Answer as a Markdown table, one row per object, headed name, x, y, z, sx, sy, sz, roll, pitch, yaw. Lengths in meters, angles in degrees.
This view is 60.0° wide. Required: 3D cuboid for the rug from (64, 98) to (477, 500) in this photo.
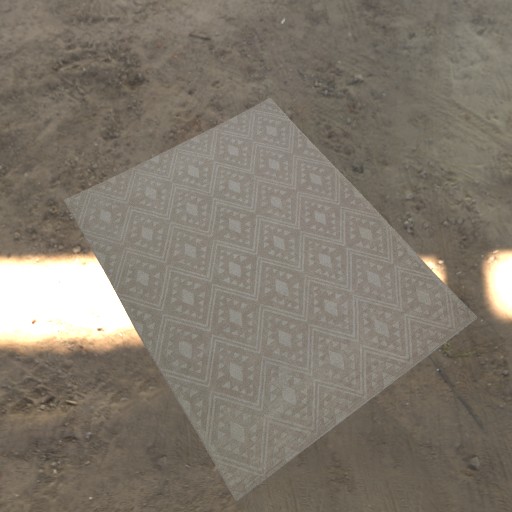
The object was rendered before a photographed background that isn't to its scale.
| name | x | y | z | sx | sy | sz | roll | pitch | yaw |
| --- | --- | --- | --- | --- | --- | --- | --- | --- | --- |
| rug | 0.000 | 0.000 | 3.939 | 2.399 | 0.054 | 3.011 | -31 | 67 | -15 |
